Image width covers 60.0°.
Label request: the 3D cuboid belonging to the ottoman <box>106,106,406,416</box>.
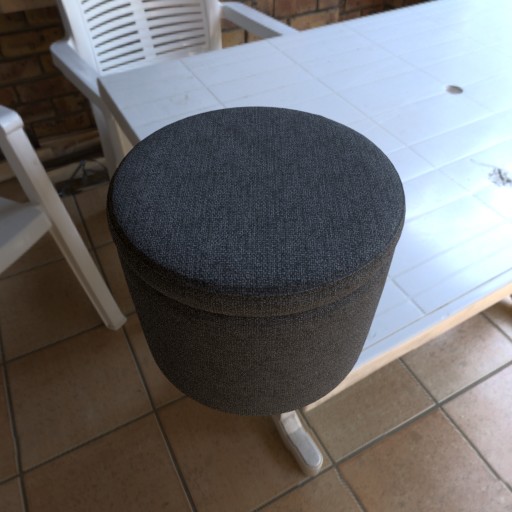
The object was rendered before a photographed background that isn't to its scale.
[{"bbox_3d":[0.000,0.000,0.915,0.520,0.430,0.520,0,47,0],"label":"ottoman"}]
